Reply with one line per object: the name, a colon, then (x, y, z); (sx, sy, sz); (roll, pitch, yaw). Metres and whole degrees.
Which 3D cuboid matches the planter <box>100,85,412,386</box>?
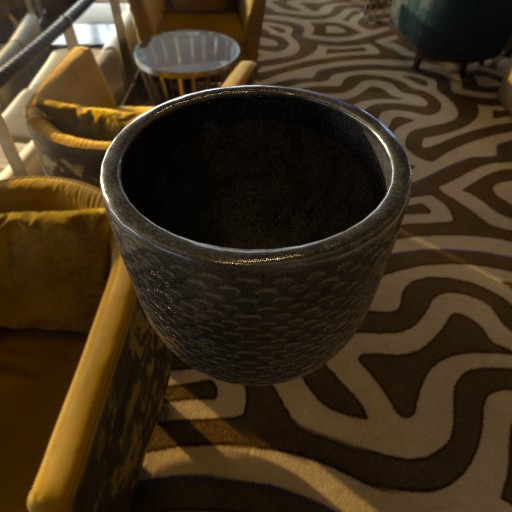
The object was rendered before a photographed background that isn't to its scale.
planter: (0.000, 0.000, 0.351); (0.197, 0.191, 0.197); (0, 46, 0)
